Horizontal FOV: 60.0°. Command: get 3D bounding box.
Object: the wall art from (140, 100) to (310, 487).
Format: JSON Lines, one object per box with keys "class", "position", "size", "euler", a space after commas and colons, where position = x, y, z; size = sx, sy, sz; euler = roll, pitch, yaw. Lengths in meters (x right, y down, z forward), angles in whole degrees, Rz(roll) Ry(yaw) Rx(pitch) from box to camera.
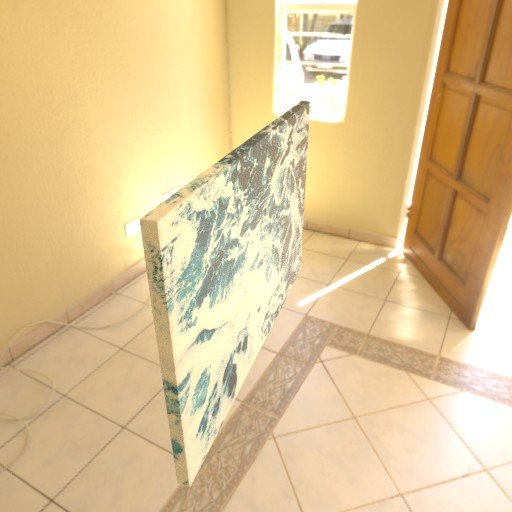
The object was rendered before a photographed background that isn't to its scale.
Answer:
{"class": "wall art", "position": [0.000, 0.000, 1.906], "size": [0.055, 1.017, 1.524], "euler": [10, 31, 17]}
